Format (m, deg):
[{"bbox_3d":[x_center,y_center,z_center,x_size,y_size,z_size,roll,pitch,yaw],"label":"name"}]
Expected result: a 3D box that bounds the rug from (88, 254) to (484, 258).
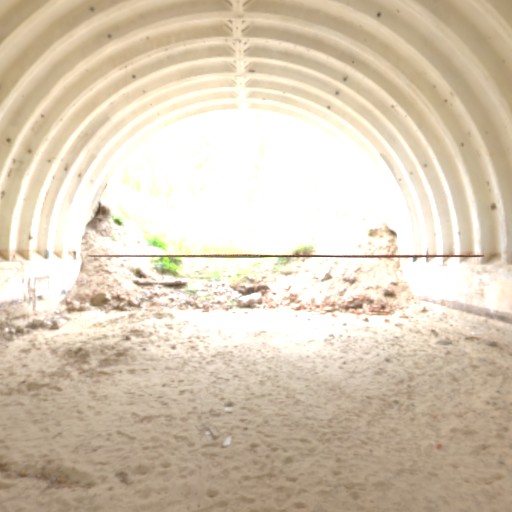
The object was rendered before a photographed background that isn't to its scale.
[{"bbox_3d":[0.000,0.000,5.235,2.803,0.025,3.965,0,0,-36],"label":"rug"}]
